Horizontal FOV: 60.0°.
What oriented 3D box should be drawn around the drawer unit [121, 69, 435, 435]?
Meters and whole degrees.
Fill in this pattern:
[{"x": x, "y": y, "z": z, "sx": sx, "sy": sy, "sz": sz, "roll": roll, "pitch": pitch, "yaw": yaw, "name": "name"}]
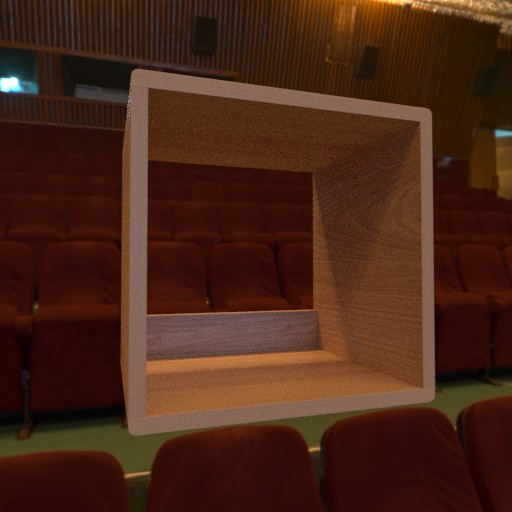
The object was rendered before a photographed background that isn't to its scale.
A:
[{"x": 0.000, "y": 0.000, "z": 0.605, "sx": 0.344, "sy": 0.344, "sz": 0.290, "roll": 1, "pitch": -2, "yaw": -18, "name": "drawer unit"}]
